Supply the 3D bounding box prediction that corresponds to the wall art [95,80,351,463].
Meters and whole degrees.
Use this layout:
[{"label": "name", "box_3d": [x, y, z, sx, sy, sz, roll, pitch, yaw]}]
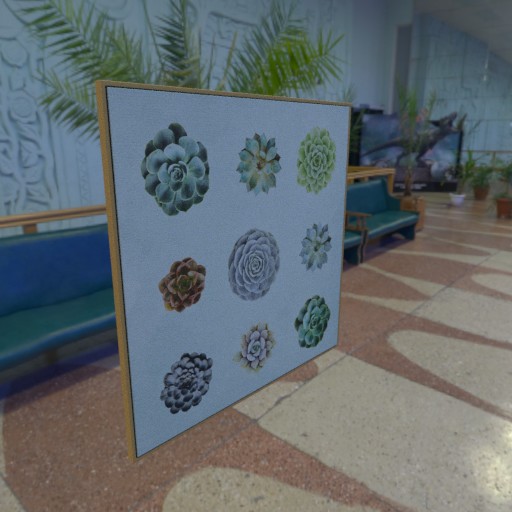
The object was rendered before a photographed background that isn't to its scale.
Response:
[{"label": "wall art", "box_3d": [0.000, 0.000, 0.664, 0.013, 0.455, 0.457, 14, 21, 42]}]
